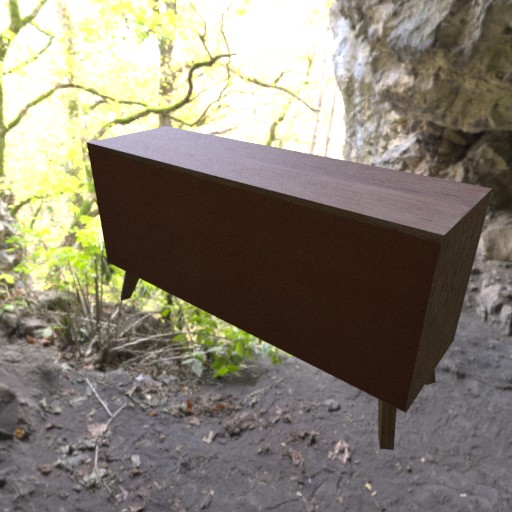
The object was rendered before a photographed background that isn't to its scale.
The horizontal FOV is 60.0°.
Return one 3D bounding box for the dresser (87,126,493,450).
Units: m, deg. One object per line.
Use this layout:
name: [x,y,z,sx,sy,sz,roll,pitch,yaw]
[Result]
dresser: [0.000,0.000,1.861,1.554,0.805,0.455,20,34,34]
